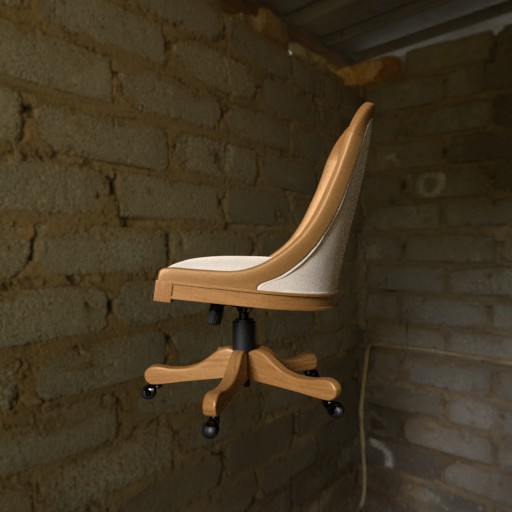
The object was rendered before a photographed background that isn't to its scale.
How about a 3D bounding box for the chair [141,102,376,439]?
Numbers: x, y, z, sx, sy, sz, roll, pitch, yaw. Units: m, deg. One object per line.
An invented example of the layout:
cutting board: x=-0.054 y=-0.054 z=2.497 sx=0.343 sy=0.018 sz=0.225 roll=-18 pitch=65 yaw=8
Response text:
chair: x=0.000 y=0.000 z=1.553 sx=0.811 sy=1.009 sz=0.702 roll=0 pitch=1 yaw=1
